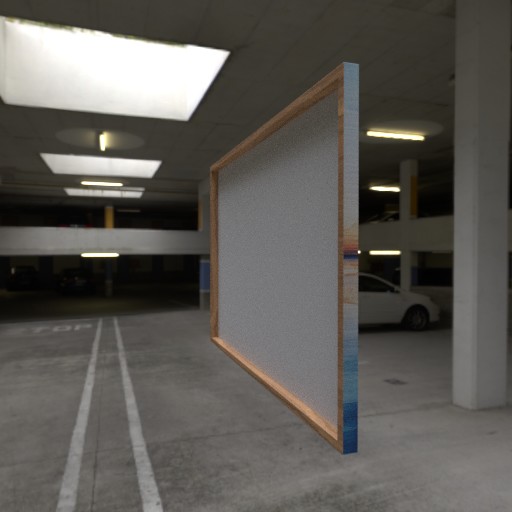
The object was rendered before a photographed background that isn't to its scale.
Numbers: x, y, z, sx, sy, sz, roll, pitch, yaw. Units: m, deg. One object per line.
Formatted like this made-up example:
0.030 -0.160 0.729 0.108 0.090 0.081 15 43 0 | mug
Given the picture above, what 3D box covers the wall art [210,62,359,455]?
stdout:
0.000 0.000 0.741 0.018 0.402 0.604 0 1 -19 | wall art
